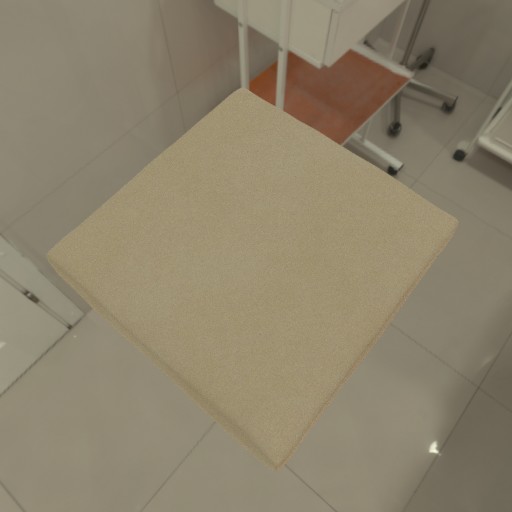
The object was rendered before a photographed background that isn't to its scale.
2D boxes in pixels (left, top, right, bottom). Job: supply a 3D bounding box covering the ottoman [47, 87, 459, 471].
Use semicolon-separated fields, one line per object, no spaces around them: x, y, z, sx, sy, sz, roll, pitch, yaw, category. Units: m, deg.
0.000;0.000;1.891;1.190;0.522;1.205;37;69;16;ottoman
